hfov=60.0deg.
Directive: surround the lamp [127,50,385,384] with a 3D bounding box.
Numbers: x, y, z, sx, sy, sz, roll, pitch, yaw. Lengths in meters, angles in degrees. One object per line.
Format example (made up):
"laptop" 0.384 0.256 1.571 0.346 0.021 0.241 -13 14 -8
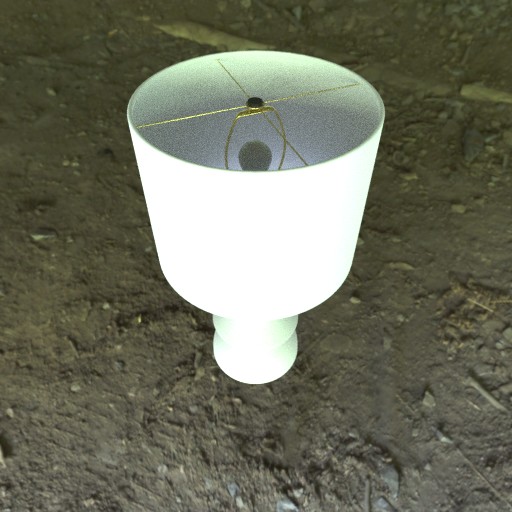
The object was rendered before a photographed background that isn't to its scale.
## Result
"lamp" 0.000 0.000 0.717 0.301 0.533 0.301 -16 48 -15
